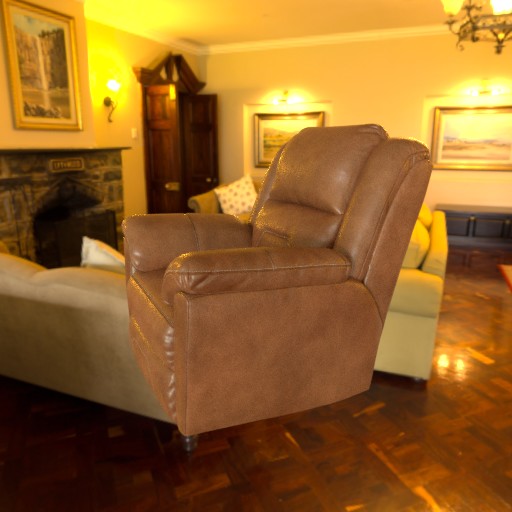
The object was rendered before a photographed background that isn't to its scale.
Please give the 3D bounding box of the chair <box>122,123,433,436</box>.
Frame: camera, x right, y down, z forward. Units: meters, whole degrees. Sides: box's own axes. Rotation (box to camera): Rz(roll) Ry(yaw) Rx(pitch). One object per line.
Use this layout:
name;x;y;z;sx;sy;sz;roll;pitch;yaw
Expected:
chair;0.000;0.000;1.909;1.041;1.093;0.990;-7;16;-26
